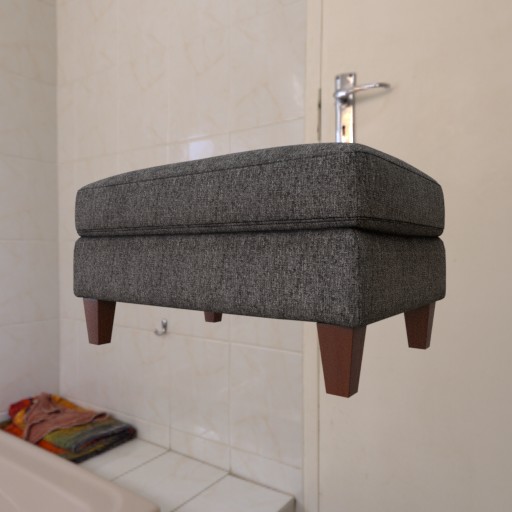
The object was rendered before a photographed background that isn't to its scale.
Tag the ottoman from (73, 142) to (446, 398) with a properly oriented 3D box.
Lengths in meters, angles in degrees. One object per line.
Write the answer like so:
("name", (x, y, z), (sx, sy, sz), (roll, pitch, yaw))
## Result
("ottoman", (0.000, 0.000, 1.196), (0.864, 0.483, 0.584), (0, 1, 36))
